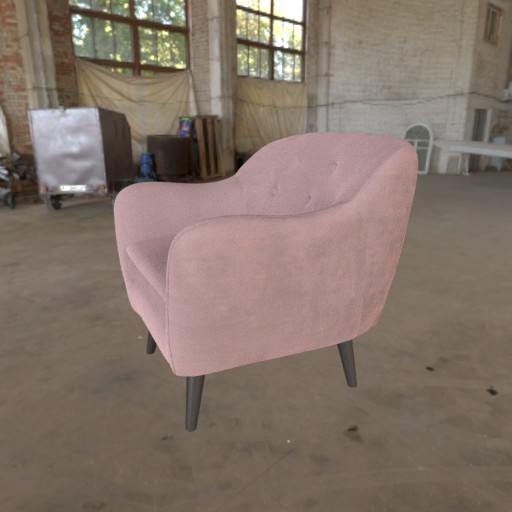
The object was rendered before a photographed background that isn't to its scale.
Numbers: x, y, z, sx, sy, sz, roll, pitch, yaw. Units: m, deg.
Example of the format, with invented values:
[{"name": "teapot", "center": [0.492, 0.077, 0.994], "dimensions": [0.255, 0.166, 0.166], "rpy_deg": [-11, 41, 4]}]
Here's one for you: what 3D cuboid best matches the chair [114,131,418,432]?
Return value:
[{"name": "chair", "center": [0.000, 0.000, 1.520], "dimensions": [0.820, 0.820, 0.840], "rpy_deg": [-8, 18, -25]}]
